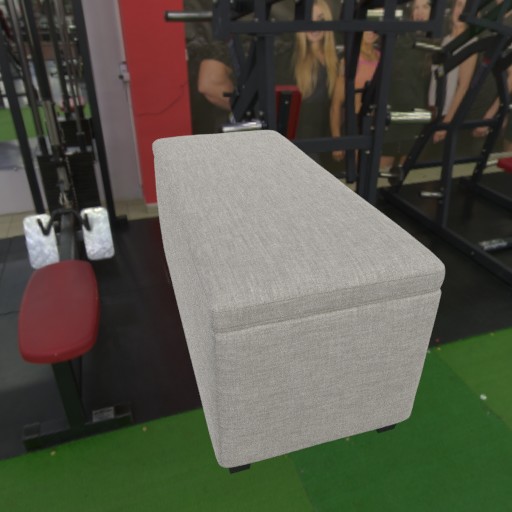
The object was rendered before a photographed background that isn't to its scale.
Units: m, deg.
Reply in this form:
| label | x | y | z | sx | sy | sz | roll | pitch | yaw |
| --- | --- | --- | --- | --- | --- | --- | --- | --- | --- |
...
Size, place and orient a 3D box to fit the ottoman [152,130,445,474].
| label | x | y | z | sx | sy | sz | roll | pitch | yaw |
| --- | --- | --- | --- | --- | --- | --- | --- | --- | --- |
| ottoman | 0.000 | 0.000 | 1.127 | 0.419 | 0.432 | 0.902 | -9 | 32 | -14 |
